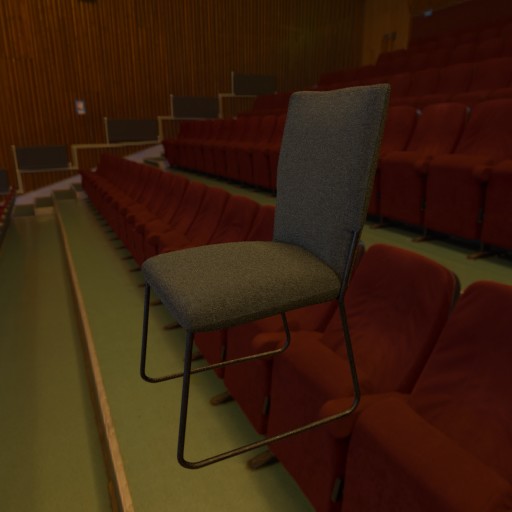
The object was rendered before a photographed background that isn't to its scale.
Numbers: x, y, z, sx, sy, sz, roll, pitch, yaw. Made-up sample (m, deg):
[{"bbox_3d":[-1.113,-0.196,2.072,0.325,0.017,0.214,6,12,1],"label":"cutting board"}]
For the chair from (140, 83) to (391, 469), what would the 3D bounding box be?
[{"bbox_3d":[0.000,0.000,1.280,0.635,0.931,0.480,-8,18,-25],"label":"chair"}]
